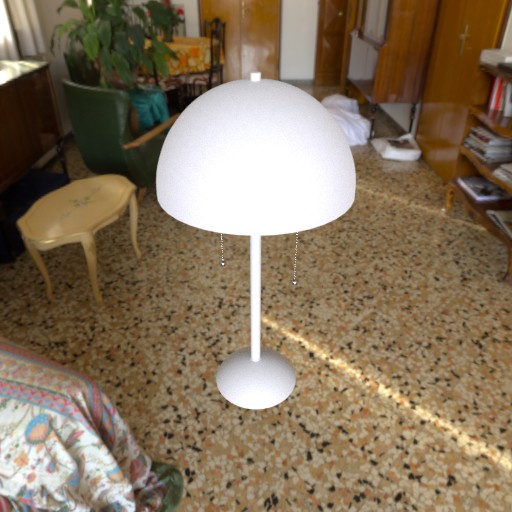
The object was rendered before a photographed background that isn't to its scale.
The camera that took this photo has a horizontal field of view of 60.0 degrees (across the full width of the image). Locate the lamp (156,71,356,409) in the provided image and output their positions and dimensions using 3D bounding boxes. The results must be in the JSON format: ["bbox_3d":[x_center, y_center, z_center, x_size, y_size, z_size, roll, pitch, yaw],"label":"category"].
[{"bbox_3d":[0.000,0.000,0.426,0.171,0.330,0.171,0,32,0],"label":"lamp"}]
